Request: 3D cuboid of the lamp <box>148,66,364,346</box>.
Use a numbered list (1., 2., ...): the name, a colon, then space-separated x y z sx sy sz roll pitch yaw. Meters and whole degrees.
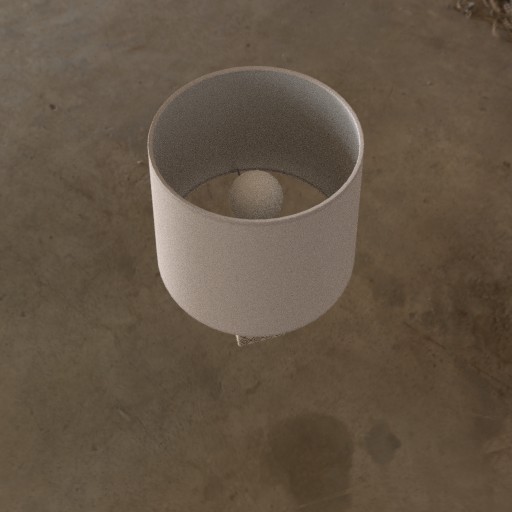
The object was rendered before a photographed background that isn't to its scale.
1. lamp: 0.000 0.000 0.594 0.251 0.435 0.251 0 59 0
